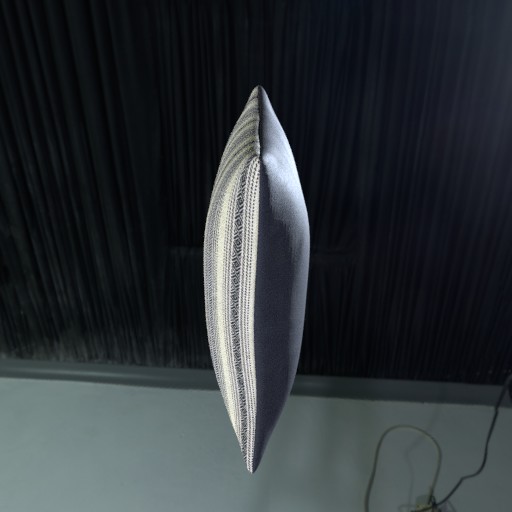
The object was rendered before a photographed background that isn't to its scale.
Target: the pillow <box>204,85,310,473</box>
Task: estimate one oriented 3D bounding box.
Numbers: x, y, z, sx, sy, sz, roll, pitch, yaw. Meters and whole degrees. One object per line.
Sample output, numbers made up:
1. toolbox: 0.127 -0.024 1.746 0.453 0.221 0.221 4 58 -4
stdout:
1. pillow: 0.000 0.000 0.795 0.166 0.508 0.520 0 29 0
